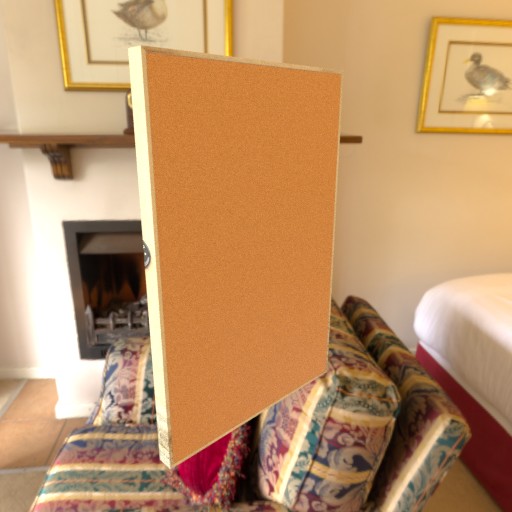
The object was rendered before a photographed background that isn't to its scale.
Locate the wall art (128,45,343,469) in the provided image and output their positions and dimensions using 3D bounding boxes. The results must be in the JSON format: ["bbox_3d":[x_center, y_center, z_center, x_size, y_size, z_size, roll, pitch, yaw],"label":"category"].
[{"bbox_3d":[0.000,0.000,0.944,0.508,0.764,0.038,-16,23,-42],"label":"wall art"}]
